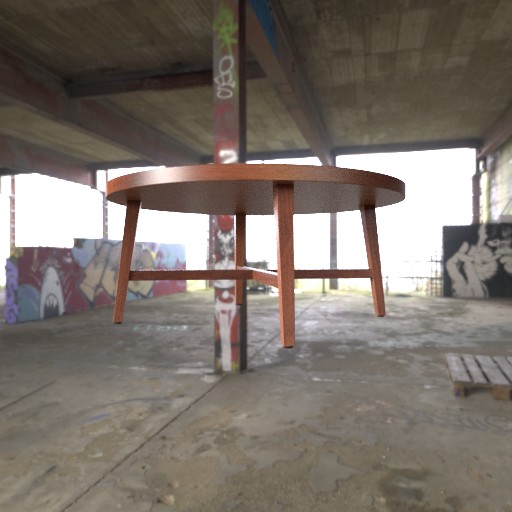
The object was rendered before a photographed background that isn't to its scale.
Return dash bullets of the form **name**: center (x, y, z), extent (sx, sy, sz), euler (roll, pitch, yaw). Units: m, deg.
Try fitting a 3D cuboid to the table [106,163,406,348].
- **table**: center (0.000, 0.000, 1.247), extent (0.800, 0.360, 0.800), euler (0, 0, 0)
